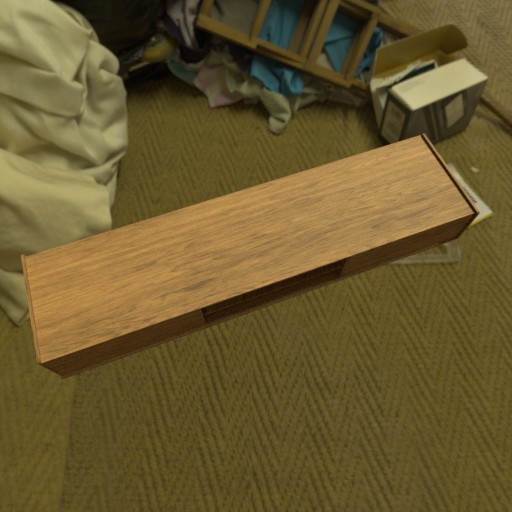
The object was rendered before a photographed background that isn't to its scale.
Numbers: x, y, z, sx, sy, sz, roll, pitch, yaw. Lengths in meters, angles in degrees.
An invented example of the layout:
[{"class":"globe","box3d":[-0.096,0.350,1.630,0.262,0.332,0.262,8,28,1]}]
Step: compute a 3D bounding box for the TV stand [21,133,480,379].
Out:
[{"class":"TV stand","box3d":[0.000,0.000,1.965,1.796,0.415,0.467,-19,65,-9]}]
